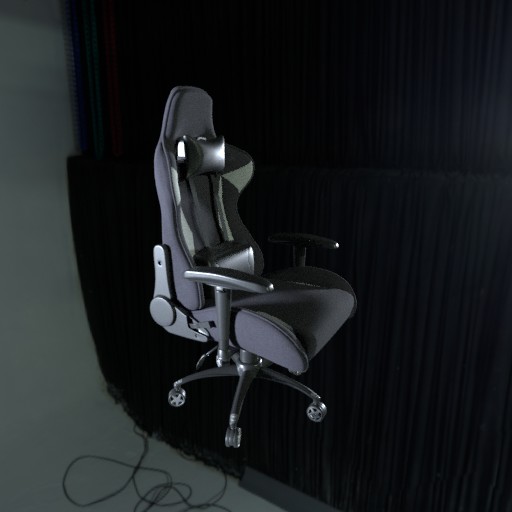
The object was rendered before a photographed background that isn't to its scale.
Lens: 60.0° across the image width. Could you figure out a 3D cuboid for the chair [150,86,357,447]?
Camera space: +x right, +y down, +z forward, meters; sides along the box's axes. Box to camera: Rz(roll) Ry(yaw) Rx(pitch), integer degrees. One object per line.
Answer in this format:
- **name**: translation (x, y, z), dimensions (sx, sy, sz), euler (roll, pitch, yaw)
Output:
- **chair**: translation (0.000, 0.000, 1.765), dimensions (0.695, 1.300, 0.730), euler (8, 17, 27)
